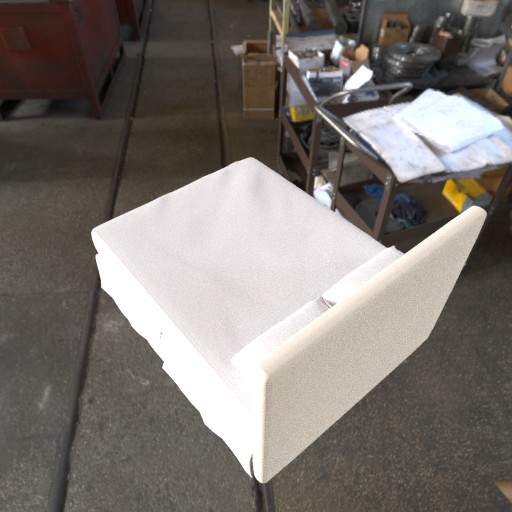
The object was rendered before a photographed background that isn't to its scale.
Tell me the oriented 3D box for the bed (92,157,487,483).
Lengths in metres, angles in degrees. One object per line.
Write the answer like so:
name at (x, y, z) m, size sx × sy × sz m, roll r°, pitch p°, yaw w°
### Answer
bed at (0.000, 0.000, 3.138) m, size 1.713 × 1.330 × 2.142 m, roll -30°, pitch 53°, yaw -27°
